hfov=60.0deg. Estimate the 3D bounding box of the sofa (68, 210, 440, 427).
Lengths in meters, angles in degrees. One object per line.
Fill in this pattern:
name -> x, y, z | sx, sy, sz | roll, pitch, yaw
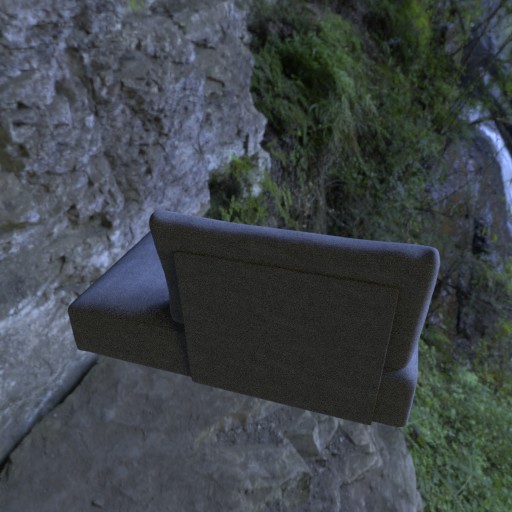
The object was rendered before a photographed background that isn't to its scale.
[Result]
sofa -> 0.000, 0.000, 1.994 | 1.450, 0.820, 1.002 | 9, 33, 15
